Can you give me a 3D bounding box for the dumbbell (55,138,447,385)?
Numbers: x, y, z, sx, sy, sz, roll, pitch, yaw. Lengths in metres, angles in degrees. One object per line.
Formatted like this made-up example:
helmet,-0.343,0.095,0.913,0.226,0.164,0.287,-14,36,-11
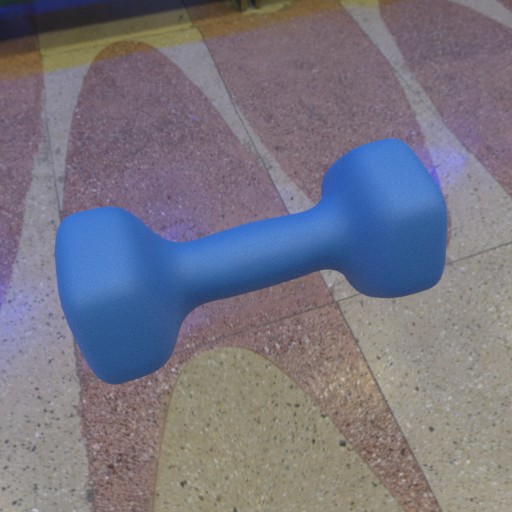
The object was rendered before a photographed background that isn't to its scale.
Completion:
dumbbell,0.000,0.000,0.262,0.212,0.093,0.103,-15,59,-9
